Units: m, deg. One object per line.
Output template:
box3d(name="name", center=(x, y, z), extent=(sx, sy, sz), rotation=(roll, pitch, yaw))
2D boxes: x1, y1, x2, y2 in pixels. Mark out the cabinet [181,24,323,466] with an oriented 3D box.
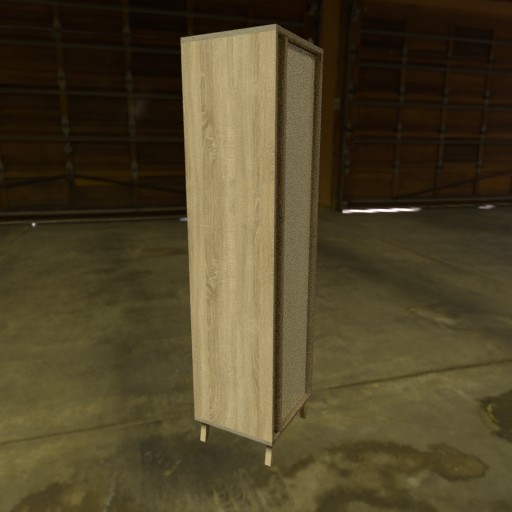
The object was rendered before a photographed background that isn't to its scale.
box3d(name="cabinet", center=(0.000, 0.000, 2.224), extent=(0.450, 1.960, 0.510), rotation=(7, 15, 28))
